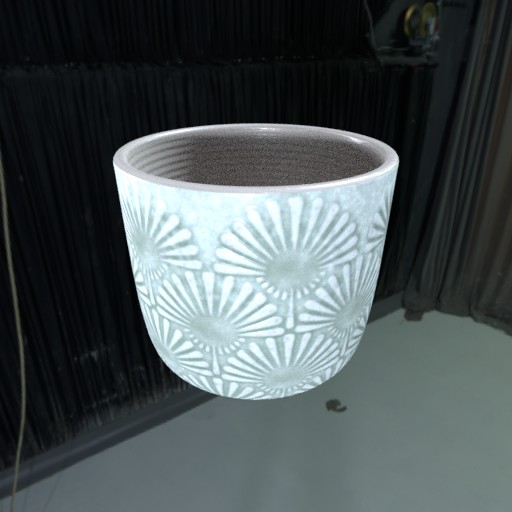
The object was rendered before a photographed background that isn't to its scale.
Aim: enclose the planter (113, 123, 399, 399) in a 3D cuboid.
[{"bbox_3d":[0.000,0.000,0.223,0.124,0.109,0.124,0,26,0],"label":"planter"}]
